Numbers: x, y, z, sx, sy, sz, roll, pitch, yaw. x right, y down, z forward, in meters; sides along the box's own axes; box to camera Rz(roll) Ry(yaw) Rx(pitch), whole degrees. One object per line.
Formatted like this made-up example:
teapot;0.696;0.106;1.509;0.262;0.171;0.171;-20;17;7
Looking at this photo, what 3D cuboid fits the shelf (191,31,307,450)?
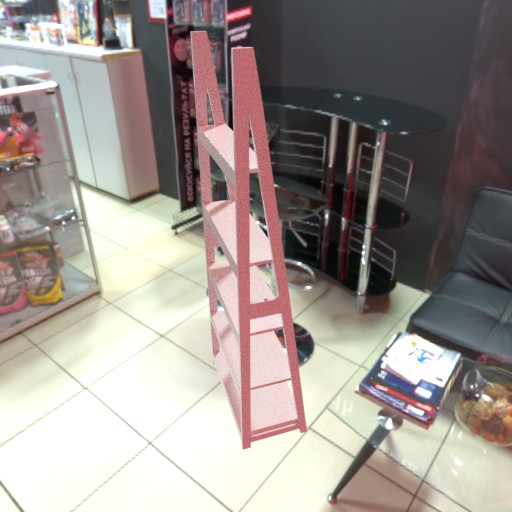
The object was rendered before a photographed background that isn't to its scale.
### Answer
shelf;0.000;0.000;2.003;0.341;1.779;0.636;-10;32;-15
